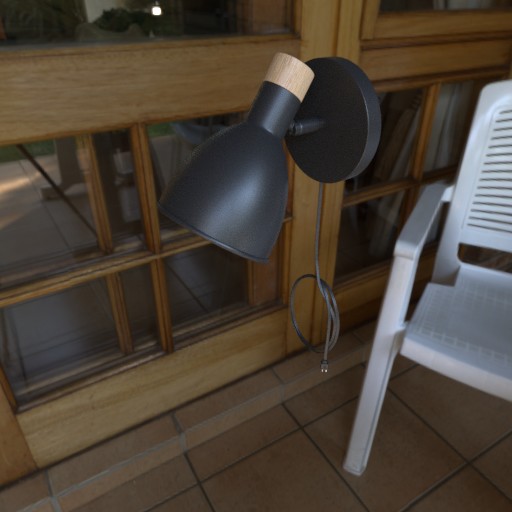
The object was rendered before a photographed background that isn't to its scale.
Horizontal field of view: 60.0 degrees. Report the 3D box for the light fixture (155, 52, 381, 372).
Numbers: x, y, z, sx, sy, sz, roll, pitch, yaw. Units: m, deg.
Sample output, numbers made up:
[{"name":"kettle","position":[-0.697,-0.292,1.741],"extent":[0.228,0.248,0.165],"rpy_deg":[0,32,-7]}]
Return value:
[{"name":"light fixture","position":[0.000,0.000,0.483],"extent":[0.203,0.401,0.127],"rpy_deg":[-21,37,-31]}]
